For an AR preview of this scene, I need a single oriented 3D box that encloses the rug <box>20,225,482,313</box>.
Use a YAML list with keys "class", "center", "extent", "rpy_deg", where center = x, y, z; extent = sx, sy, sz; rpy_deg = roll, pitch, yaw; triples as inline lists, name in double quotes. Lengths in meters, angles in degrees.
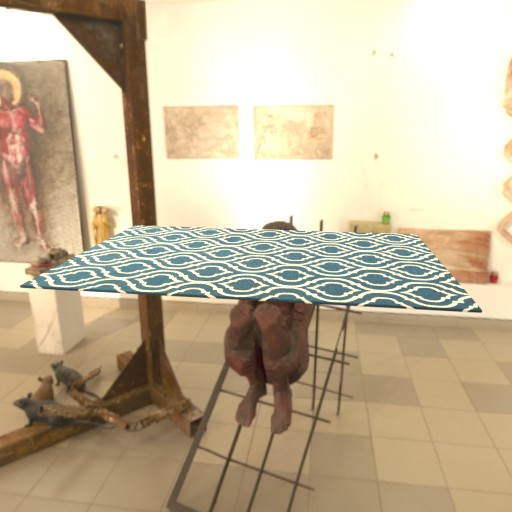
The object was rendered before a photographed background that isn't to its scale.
- class: "rug"
  center: [0.000, 0.000, 2.197]
  extent: [1.753, 0.010, 1.143]
  rpy_deg: [2, 16, 8]
